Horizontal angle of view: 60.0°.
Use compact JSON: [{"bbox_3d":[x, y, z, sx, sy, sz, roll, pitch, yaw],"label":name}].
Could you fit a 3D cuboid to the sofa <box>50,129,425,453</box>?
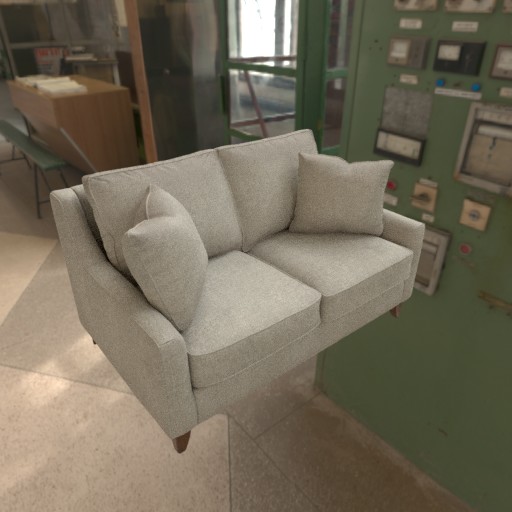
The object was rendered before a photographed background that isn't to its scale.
[{"bbox_3d":[0.000,0.000,2.014,1.422,0.863,0.915,-21,36,-33],"label":"sofa"}]
